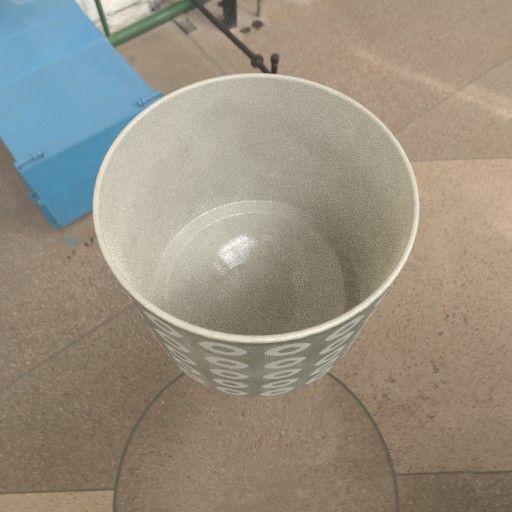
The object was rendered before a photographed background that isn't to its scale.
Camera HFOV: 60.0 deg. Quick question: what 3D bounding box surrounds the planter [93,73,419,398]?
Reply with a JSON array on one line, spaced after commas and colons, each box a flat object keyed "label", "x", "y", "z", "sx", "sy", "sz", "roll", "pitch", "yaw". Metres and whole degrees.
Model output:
[{"label": "planter", "x": 0.000, "y": 0.000, "z": 0.340, "sx": 0.190, "sy": 0.181, "sz": 0.190, "roll": 0, "pitch": 62, "yaw": 0}]
